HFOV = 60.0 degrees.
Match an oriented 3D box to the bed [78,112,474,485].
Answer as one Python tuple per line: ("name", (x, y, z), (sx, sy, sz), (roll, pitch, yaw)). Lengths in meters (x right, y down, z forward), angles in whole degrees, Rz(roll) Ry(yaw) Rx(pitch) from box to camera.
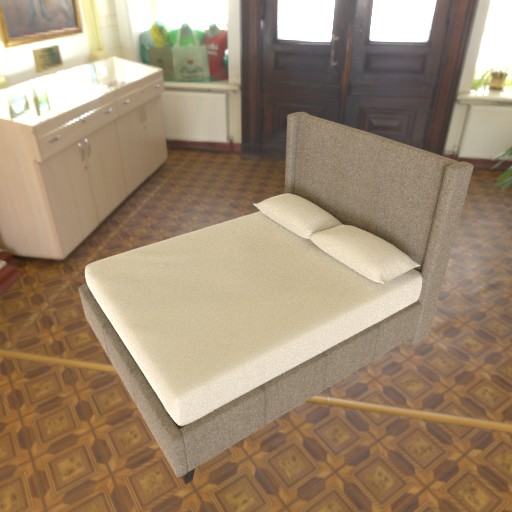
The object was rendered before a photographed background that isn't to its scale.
("bed", (0.000, 0.000, 3.279), (2.245, 1.481, 1.714), (-20, 37, -29))
